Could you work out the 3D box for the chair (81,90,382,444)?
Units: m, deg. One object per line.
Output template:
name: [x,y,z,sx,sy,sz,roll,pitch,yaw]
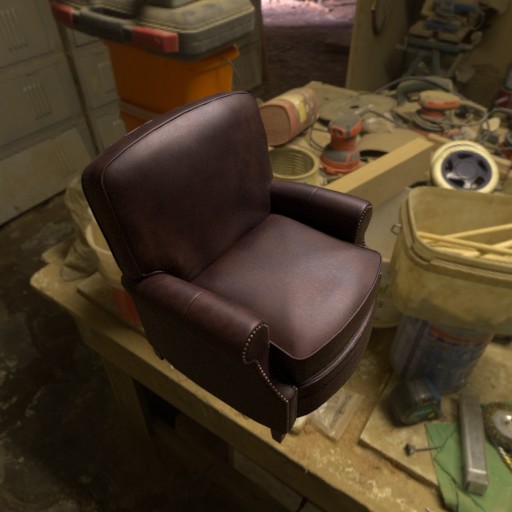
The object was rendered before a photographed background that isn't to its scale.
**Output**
chair: [0.000,0.000,1.749,0.986,1.018,0.936,26,48,26]
